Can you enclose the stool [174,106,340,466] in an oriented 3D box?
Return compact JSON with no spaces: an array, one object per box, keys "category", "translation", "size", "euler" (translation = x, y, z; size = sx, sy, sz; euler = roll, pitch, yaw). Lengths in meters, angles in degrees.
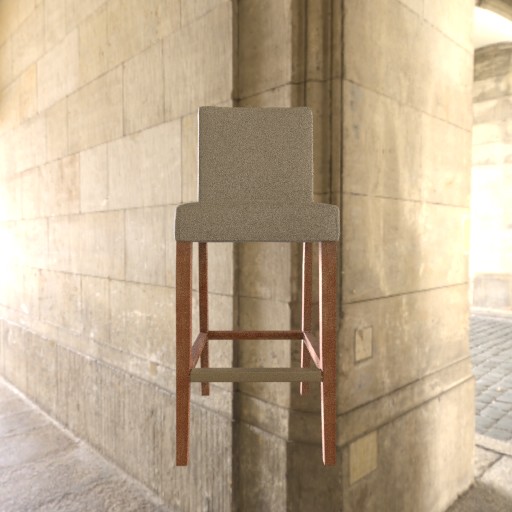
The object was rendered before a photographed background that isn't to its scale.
[{"category":"stool","translation":[0.000,0.000,1.421],"size":[0.439,1.088,0.570],"euler":[0,2,0]}]
